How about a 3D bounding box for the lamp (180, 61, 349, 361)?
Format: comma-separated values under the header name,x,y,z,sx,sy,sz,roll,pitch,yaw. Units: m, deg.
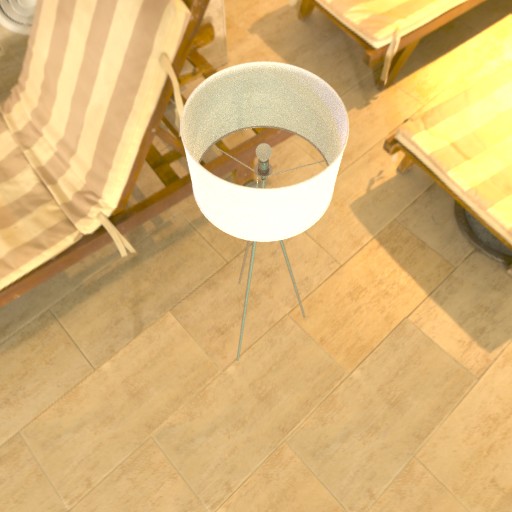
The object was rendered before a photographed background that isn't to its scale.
name,x,y,z,sx,sy,sz,roll,pitch,yaw
lamp,0.000,0.000,1.769,0.448,1.545,0.458,-34,68,-15
